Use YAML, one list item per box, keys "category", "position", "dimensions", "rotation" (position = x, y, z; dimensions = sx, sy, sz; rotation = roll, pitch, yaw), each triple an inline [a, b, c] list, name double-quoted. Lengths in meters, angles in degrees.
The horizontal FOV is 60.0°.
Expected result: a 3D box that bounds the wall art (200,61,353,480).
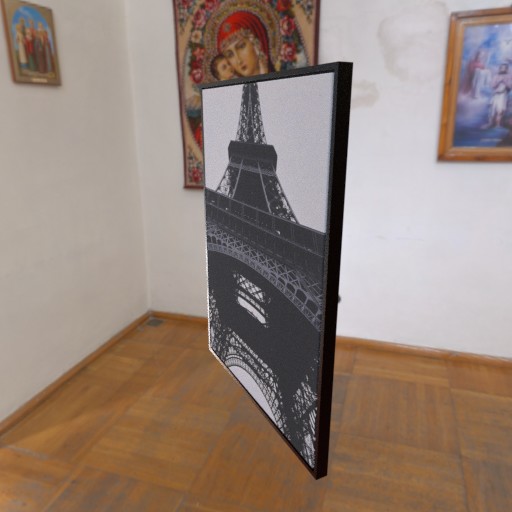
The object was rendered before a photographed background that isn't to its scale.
- category: "wall art"
  position: [0.000, 0.000, 1.408]
  dimensions: [0.040, 1.062, 0.805]
  rotation: [-9, 20, -26]
